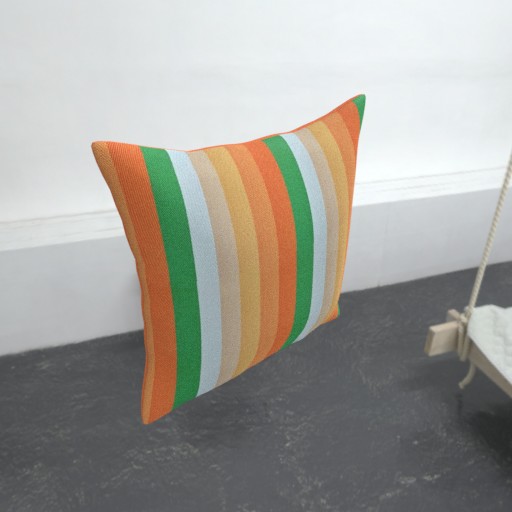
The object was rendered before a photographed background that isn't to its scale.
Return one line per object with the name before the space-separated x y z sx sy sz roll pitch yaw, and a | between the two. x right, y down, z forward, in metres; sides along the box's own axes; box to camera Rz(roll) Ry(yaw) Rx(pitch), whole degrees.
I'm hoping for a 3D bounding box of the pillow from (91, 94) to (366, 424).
pillow | 0.000 0.000 0.706 0.453 0.444 0.169 -22 36 -33
